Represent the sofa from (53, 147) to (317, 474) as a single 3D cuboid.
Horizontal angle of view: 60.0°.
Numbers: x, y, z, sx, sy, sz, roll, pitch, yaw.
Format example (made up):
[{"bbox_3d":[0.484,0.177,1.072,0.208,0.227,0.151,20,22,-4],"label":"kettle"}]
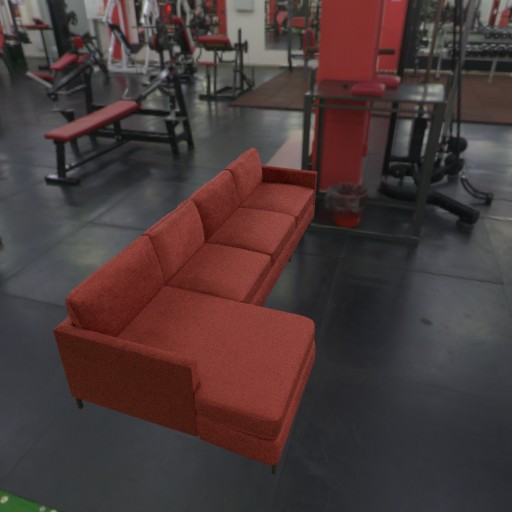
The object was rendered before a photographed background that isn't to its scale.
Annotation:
[{"bbox_3d":[0.000,0.000,3.992,1.500,0.967,3.400,10,32,17],"label":"sofa"}]
